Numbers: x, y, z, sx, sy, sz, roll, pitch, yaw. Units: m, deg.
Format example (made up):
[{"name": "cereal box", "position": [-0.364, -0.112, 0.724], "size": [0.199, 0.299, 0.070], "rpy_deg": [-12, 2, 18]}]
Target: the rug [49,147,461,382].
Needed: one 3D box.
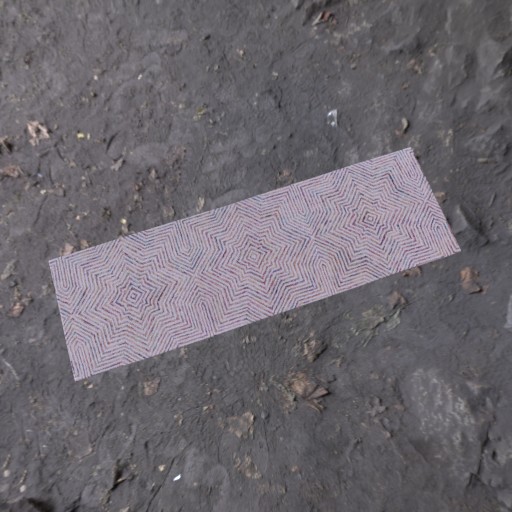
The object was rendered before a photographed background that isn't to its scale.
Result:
[{"name": "rug", "position": [0.000, 0.000, 2.743], "size": [2.443, 0.009, 0.771], "rpy_deg": [-18, 75, -5]}]
